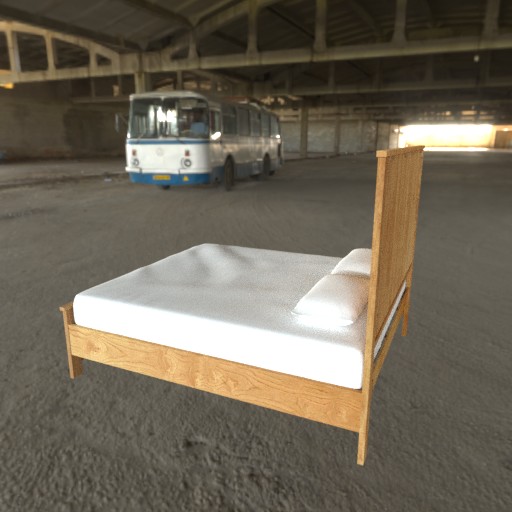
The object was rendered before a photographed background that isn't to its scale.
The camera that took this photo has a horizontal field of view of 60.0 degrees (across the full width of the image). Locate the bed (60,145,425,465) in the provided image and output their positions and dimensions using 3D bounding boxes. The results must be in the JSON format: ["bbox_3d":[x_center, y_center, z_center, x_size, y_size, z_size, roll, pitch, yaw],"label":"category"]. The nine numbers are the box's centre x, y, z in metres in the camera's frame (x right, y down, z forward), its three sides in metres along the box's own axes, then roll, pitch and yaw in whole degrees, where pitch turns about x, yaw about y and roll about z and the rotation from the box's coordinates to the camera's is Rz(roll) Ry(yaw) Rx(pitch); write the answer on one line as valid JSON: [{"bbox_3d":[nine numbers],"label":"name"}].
[{"bbox_3d":[0.000,0.000,3.503,2.201,1.686,1.936,7,16,24],"label":"bed"}]
